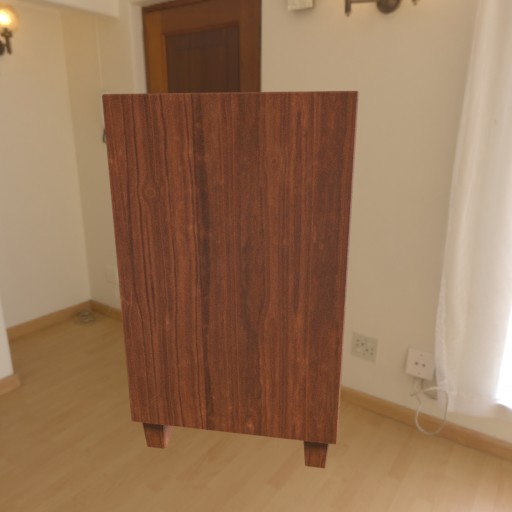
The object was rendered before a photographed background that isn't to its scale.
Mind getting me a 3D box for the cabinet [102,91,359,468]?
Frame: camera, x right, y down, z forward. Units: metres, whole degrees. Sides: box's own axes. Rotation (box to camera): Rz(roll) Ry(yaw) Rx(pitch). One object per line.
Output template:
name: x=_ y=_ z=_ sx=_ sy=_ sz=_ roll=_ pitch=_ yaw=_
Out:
cabinet: x=0.000 y=0.000 z=1.062 sx=0.410 sy=0.695 sz=0.607 roll=3 pitch=16 yaw=9
